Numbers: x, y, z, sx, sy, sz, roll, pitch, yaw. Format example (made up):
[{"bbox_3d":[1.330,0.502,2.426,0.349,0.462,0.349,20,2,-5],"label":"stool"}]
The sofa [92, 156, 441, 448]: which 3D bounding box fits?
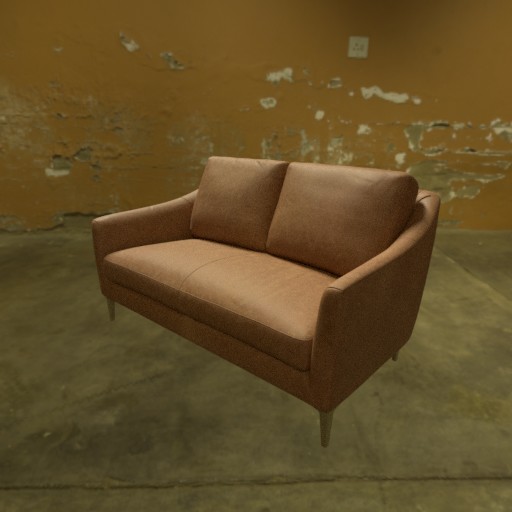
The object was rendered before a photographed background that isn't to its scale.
[{"bbox_3d":[0.000,0.000,2.212,1.619,0.902,0.960,15,22,42],"label":"sofa"}]
